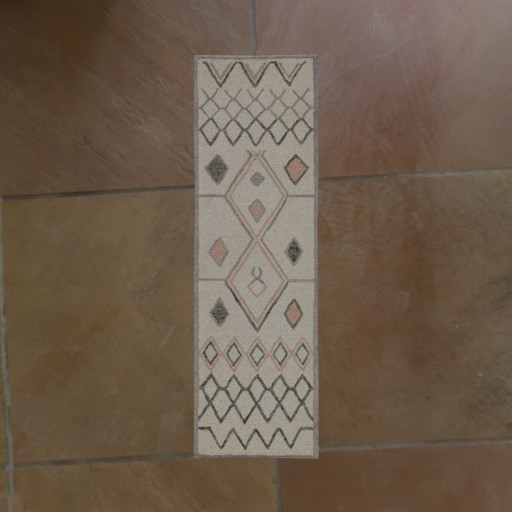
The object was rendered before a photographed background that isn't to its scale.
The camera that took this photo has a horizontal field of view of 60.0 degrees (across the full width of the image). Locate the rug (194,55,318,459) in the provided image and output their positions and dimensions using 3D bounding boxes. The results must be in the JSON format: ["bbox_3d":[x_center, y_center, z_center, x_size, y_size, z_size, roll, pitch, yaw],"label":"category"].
[{"bbox_3d":[0.000,0.000,2.675,0.750,0.011,2.435,0,89,1],"label":"rug"}]
